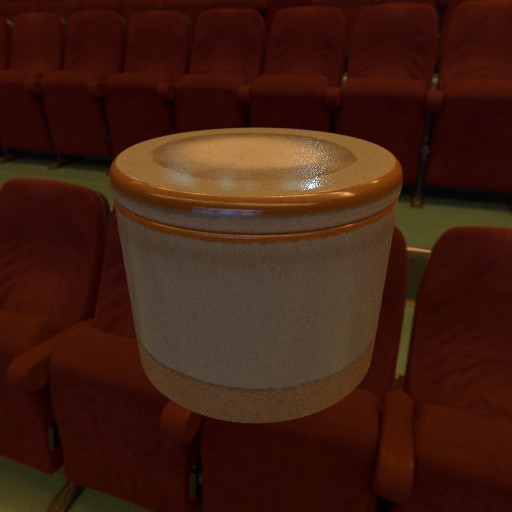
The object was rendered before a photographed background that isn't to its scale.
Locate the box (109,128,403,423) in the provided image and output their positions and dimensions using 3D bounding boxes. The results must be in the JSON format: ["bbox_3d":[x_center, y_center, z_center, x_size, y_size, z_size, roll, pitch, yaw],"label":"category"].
[{"bbox_3d":[0.000,0.000,0.213,0.123,0.100,0.123,0,26,0],"label":"box"}]
